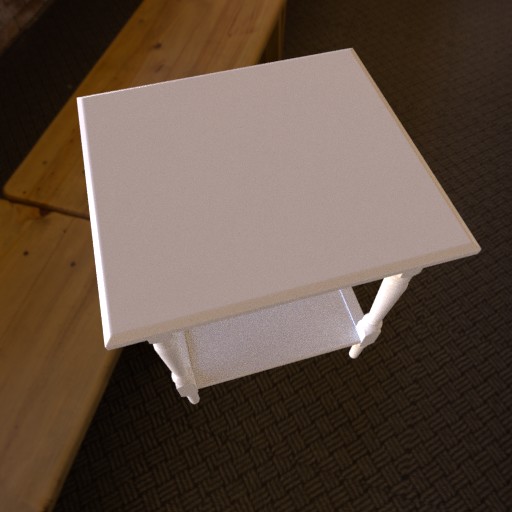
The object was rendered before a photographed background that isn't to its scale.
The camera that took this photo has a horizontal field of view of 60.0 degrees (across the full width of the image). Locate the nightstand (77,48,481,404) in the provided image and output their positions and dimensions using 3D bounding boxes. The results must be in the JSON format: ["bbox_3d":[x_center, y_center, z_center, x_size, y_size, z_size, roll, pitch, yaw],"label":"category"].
[{"bbox_3d":[0.000,0.000,0.911,0.505,0.555,0.459,-14,60,-8],"label":"nightstand"}]
